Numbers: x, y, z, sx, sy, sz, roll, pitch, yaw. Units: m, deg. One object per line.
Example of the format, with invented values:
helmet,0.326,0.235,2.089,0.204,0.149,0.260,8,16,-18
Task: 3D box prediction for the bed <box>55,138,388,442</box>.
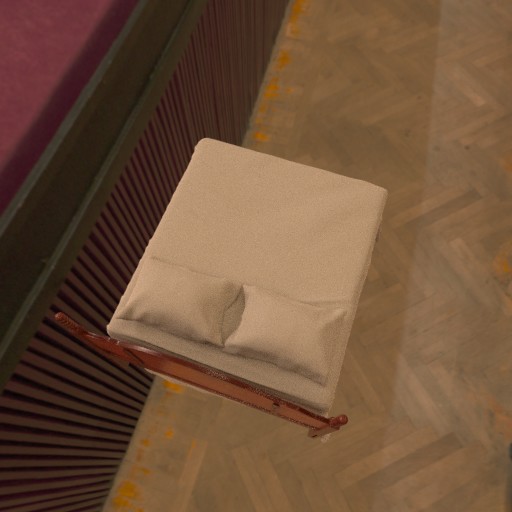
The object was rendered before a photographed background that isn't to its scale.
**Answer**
bed,0.000,0.000,3.299,1.873,1.356,2.040,18,67,8
